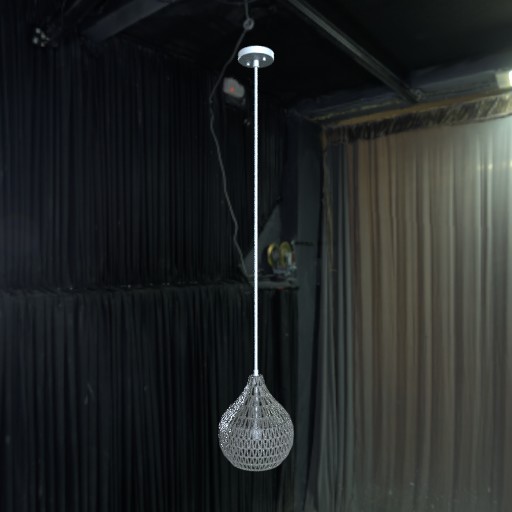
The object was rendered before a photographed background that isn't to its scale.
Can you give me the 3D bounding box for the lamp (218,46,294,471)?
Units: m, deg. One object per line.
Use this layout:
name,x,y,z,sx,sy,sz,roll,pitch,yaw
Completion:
lamp,0.000,0.000,2.104,0.355,1.919,0.355,0,0,34
